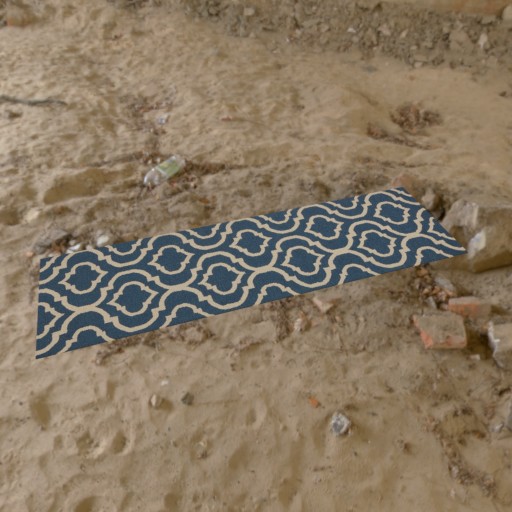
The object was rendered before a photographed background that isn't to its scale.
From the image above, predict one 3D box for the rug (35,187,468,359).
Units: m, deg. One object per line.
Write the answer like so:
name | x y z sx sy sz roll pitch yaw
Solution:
rug | 0.000 0.000 2.482 2.296 0.006 0.685 -12 44 -13
